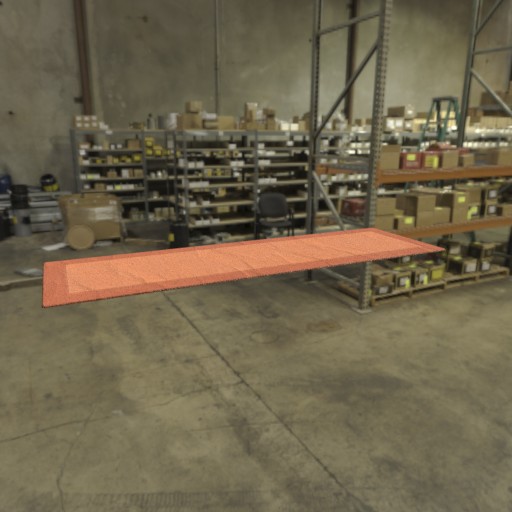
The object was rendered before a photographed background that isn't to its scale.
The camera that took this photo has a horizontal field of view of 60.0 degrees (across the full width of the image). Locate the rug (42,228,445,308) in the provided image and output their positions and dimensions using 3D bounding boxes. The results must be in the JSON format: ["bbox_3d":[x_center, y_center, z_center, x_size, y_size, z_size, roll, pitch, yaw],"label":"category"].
[{"bbox_3d":[0.000,0.000,2.777,2.471,0.013,0.914,-8,18,-27],"label":"rug"}]
